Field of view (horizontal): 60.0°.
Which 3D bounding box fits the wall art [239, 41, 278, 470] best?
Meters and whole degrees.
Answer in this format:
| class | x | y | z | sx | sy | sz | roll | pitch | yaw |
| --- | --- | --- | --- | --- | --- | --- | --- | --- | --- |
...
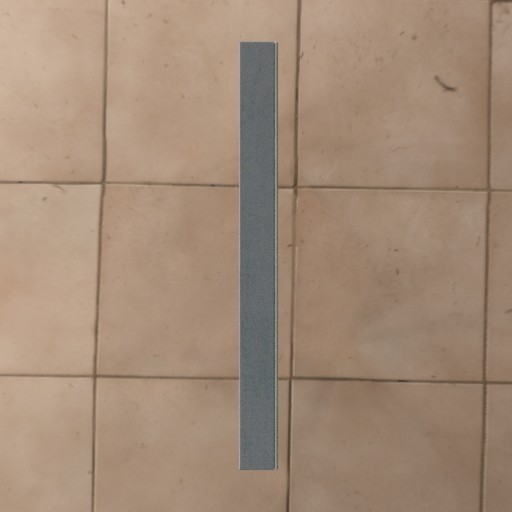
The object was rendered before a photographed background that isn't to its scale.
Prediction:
| class | x | y | z | sx | sy | sz | roll | pitch | yaw |
| --- | --- | --- | --- | --- | --- | --- | --- | --- | --- |
| wall art | 0.000 | 0.000 | 0.677 | 0.037 | 0.509 | 0.409 | 0 | 90 | -1 |
